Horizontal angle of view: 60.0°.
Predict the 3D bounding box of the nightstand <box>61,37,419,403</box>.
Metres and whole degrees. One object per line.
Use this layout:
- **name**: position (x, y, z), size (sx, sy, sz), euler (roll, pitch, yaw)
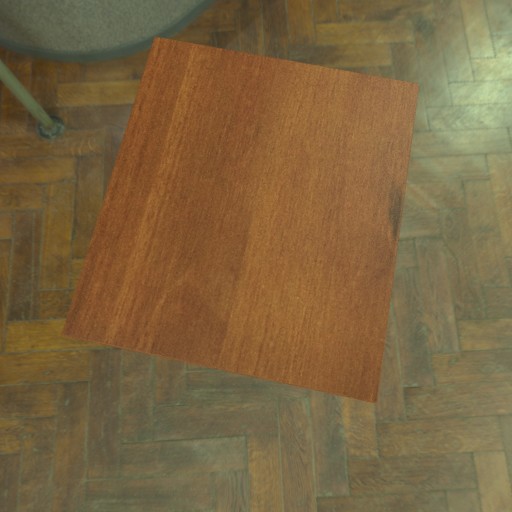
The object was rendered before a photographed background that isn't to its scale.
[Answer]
- **nightstand**: position (0.000, 0.000, 0.907), size (0.411, 0.618, 0.460), euler (11, 76, 3)
